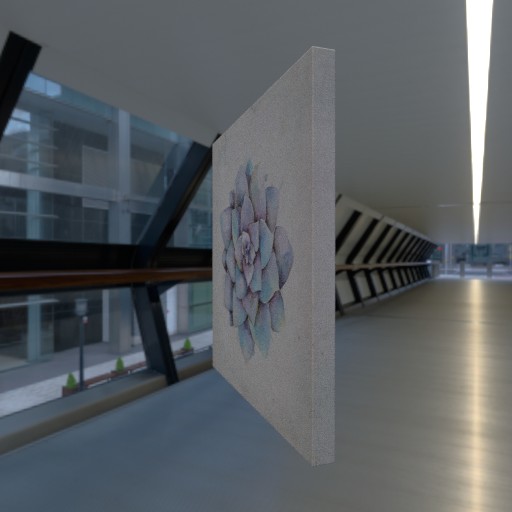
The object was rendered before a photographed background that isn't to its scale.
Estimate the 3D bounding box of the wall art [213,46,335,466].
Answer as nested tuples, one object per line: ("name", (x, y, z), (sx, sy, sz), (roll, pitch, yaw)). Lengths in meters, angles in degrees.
("wall art", (0.000, 0.000, 0.938), (0.040, 0.612, 0.612), (0, 0, -19))
